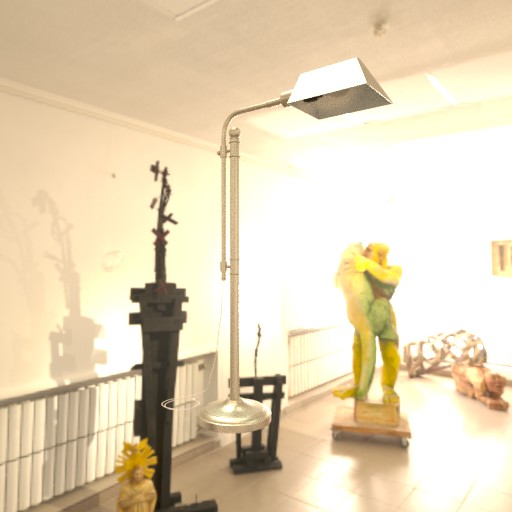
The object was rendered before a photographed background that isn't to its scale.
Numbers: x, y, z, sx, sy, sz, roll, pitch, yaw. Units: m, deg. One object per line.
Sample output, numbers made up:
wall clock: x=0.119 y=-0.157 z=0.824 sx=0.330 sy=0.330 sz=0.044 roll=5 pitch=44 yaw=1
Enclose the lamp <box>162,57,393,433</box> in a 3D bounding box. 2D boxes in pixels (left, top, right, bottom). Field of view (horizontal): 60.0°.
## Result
lamp: x=0.000 y=0.000 z=0.930 sx=0.546 sy=0.708 sz=0.159 roll=-1 pitch=-1 yaw=38
